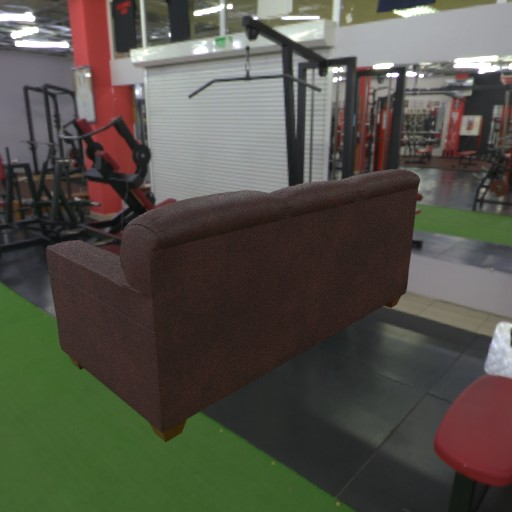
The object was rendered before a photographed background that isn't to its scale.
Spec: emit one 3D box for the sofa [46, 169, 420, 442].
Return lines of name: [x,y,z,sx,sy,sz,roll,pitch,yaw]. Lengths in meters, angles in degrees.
sofa: [0.000,0.000,2.575,1.008,0.953,2.039,16,24,42]
